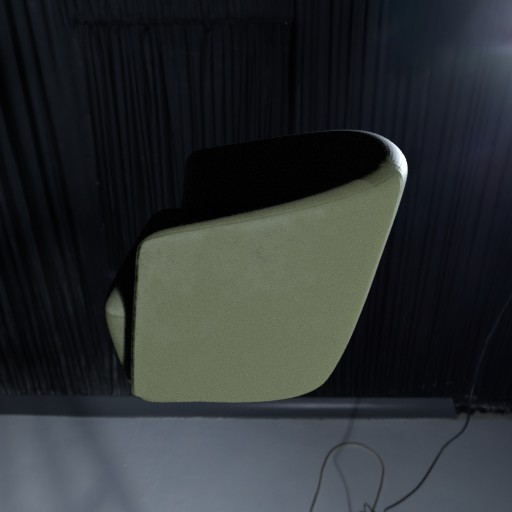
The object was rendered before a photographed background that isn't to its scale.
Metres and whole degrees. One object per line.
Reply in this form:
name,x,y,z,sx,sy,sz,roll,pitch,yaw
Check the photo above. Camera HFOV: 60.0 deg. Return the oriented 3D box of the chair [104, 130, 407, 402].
chair,0.000,0.000,1.342,0.767,0.698,0.773,0,26,0
